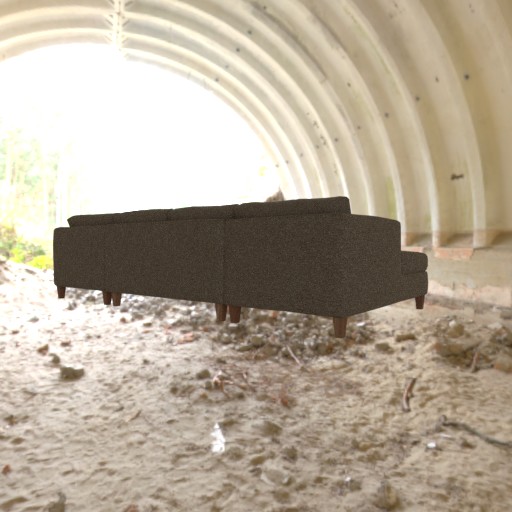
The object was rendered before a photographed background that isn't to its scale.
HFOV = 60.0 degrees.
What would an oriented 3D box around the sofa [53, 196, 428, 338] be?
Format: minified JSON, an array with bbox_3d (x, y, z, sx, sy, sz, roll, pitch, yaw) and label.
[{"bbox_3d":[0.000,0.000,4.444,3.238,0.853,2.551,1,2,38],"label":"sofa"}]
